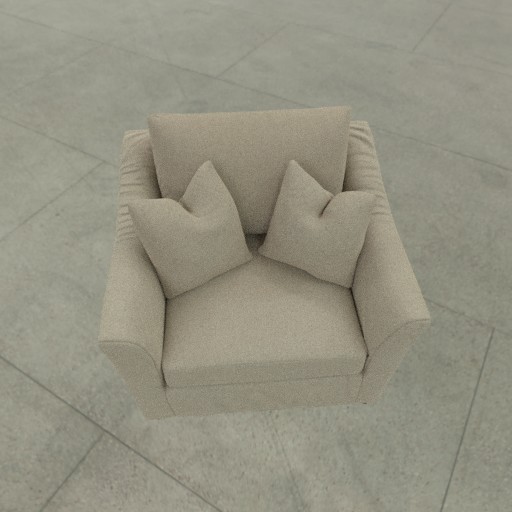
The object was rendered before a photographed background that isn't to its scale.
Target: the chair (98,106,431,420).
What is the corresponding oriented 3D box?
[{"bbox_3d":[0.000,0.000,2.032,1.194,1.093,1.071,-3,49,-3],"label":"chair"}]
